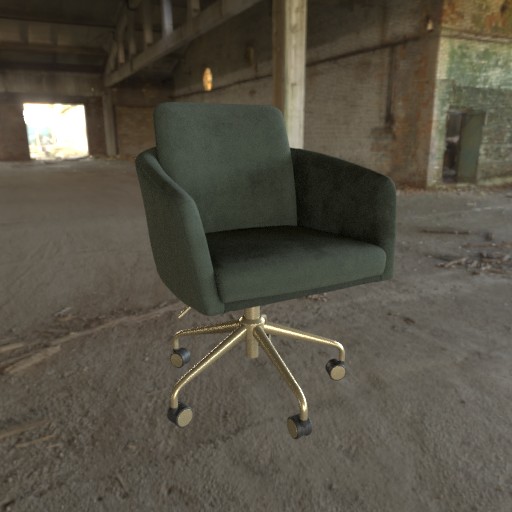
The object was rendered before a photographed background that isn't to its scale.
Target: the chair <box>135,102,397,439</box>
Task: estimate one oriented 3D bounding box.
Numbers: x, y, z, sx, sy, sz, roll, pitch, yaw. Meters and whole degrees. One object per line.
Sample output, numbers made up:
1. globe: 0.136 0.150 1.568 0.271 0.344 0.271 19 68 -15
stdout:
1. chair: 0.000 0.000 1.342 0.641 0.908 0.635 -8 17 -26
